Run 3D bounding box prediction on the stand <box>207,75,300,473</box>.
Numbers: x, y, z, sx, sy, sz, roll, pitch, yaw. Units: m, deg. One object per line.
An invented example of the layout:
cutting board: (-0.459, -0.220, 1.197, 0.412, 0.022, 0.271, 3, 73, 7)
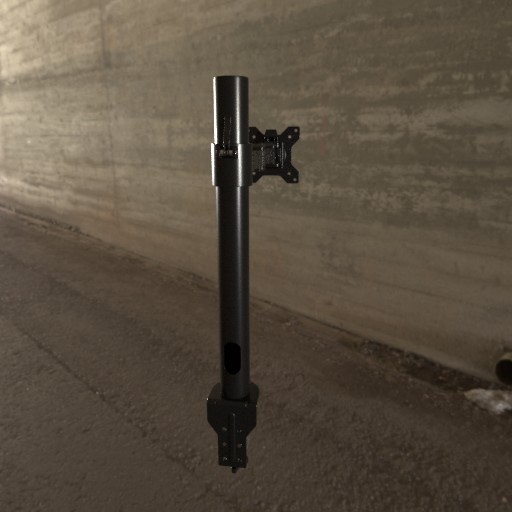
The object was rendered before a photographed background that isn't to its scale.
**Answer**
stand: (0.000, 0.000, 0.742, 0.115, 0.510, 0.456, 2, 15, 8)
